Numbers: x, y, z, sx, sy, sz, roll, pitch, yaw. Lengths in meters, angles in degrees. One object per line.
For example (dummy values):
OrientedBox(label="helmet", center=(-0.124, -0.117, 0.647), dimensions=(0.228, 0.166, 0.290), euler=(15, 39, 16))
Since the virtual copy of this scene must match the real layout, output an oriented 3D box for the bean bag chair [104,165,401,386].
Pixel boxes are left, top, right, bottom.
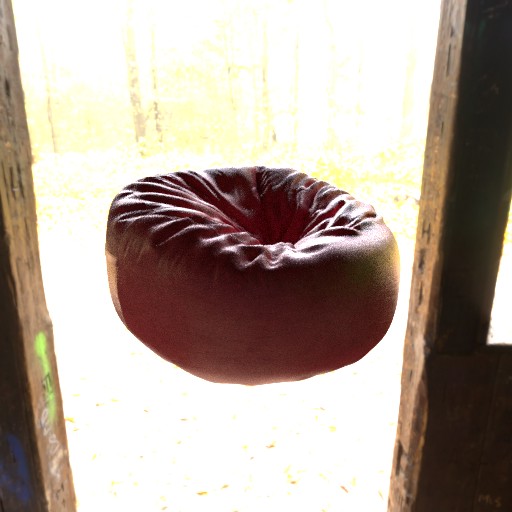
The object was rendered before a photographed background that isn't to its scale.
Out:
OrientedBox(label="bean bag chair", center=(0.000, 0.000, 2.410), dimensions=(1.524, 0.878, 1.524), euler=(-8, 19, -26))
